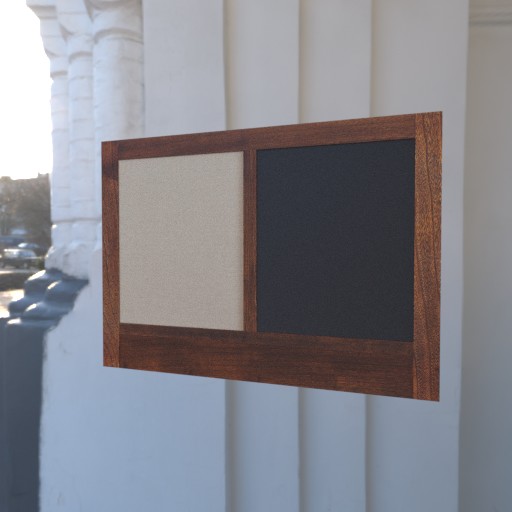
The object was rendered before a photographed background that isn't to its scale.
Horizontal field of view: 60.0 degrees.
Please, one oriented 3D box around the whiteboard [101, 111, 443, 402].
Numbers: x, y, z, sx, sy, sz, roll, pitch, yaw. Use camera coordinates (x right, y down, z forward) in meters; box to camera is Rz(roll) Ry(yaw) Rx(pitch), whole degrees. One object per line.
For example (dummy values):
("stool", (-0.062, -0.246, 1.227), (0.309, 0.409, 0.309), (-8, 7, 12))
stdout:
("whiteboard", (0.000, 0.000, 1.002), (0.768, 0.553, 0.083), (0, 2, 19))
